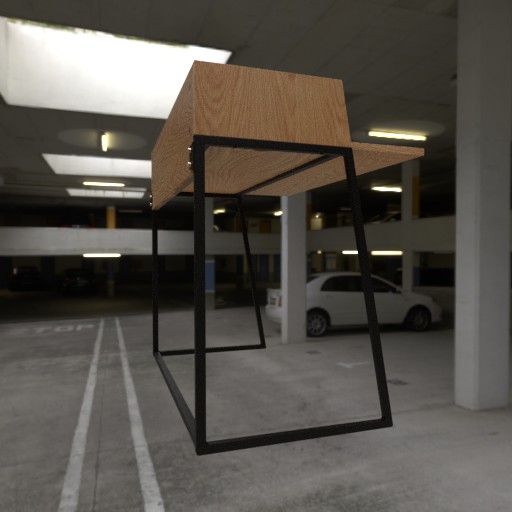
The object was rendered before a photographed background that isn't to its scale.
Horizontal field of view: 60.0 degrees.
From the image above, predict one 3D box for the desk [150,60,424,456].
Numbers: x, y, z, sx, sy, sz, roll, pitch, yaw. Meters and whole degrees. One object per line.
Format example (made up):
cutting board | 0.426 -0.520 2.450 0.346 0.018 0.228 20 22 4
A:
desk | 0.000 0.000 1.867 0.769 1.061 1.191 0 1 -19
